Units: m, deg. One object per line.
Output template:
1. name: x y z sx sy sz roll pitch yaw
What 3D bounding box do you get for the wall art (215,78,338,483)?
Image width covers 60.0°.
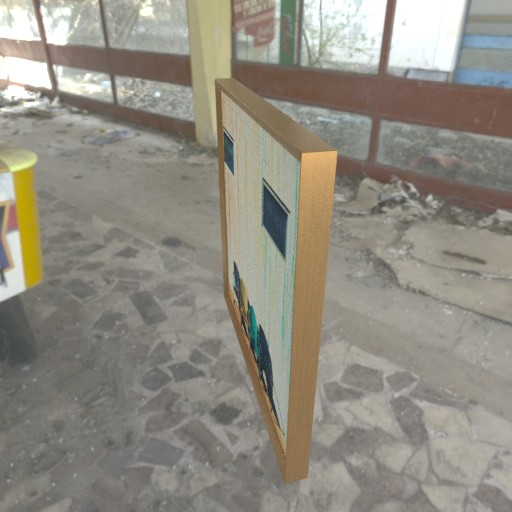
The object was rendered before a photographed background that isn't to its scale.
1. wall art: 0.000 0.000 0.760 0.037 0.505 0.505 -7 30 -12
